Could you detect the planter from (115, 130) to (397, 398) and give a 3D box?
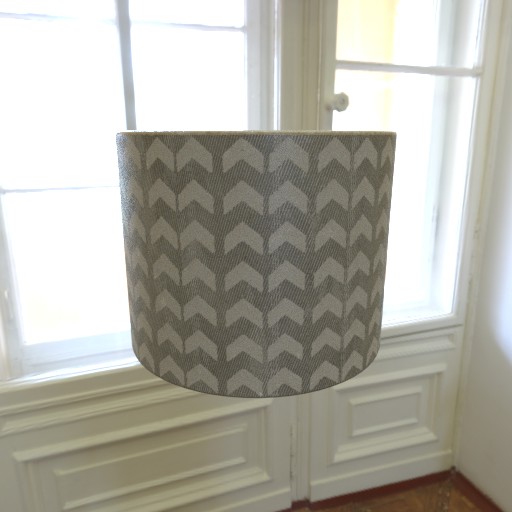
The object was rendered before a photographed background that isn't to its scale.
[{"bbox_3d":[0.000,0.000,0.442,0.250,0.239,0.250,0,15,0],"label":"planter"}]
